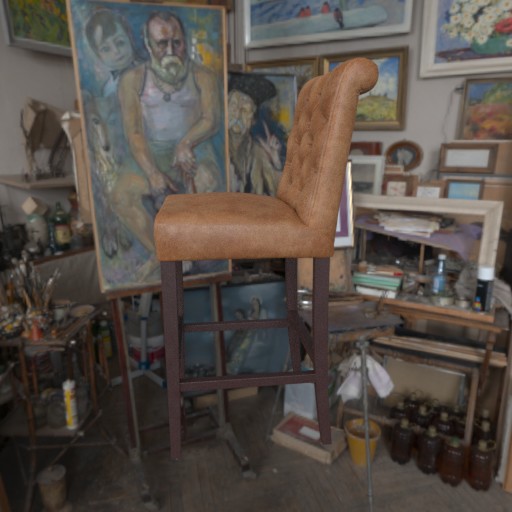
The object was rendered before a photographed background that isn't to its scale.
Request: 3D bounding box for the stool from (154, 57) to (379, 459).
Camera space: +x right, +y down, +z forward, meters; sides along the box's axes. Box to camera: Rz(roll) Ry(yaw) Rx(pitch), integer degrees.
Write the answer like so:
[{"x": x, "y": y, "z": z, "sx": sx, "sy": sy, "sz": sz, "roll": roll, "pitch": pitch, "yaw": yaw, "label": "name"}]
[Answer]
[{"x": 0.000, "y": 0.000, "z": 1.444, "sx": 0.601, "sy": 1.140, "sz": 0.493, "roll": -2, "pitch": 15, "yaw": -7, "label": "stool"}]
